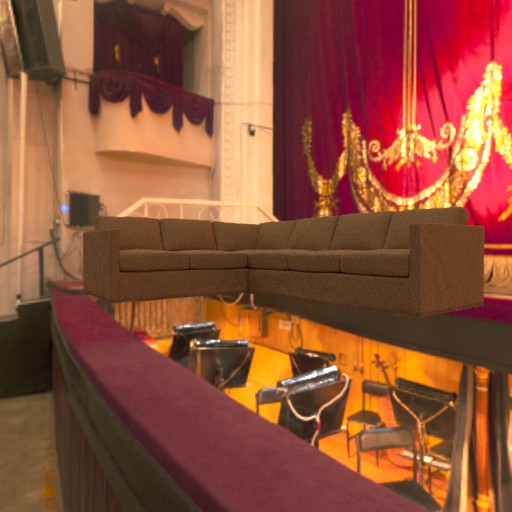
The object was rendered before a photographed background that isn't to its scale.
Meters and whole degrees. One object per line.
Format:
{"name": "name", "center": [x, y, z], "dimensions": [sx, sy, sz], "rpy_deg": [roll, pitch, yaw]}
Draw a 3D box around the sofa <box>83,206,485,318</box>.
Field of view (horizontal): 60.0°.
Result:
{"name": "sofa", "center": [0.000, 0.000, 4.267], "dimensions": [2.432, 0.871, 3.182], "rpy_deg": [0, 1, -35]}
